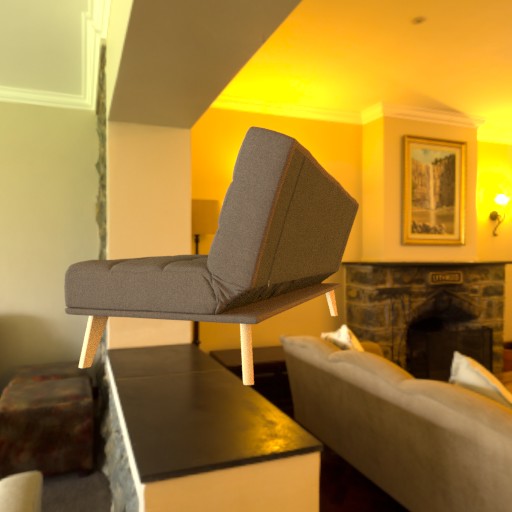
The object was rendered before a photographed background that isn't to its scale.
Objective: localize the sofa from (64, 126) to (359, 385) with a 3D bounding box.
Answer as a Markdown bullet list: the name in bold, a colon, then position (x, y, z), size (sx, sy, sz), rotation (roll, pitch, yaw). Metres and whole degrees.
- **sofa**: position (0.000, 0.000, 2.290), size (0.860, 0.810, 1.800), rotation (0, 0, 19)
